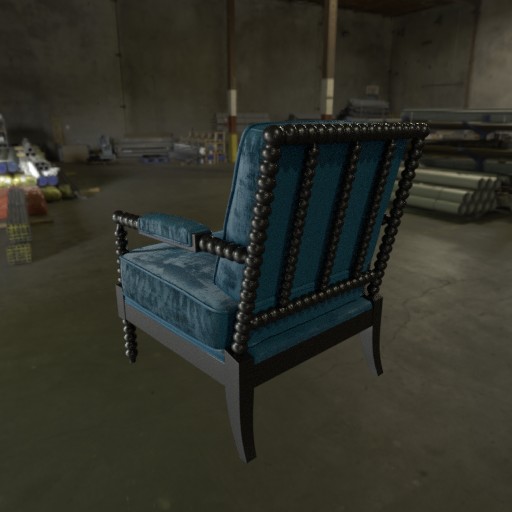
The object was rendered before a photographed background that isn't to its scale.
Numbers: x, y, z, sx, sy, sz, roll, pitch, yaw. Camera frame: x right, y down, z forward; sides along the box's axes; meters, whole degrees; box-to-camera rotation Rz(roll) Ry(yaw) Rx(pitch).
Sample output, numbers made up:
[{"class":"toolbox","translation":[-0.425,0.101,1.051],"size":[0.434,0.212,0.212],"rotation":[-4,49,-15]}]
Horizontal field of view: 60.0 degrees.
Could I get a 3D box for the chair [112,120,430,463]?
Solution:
[{"class":"chair","translation":[0.000,0.000,1.462],"size":[0.688,0.857,0.805],"rotation":[-15,23,-40]}]
